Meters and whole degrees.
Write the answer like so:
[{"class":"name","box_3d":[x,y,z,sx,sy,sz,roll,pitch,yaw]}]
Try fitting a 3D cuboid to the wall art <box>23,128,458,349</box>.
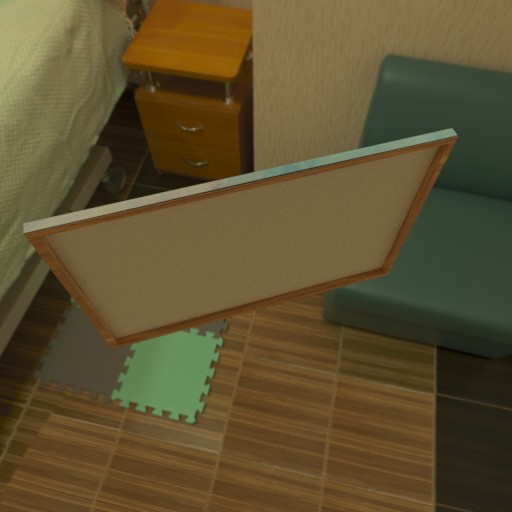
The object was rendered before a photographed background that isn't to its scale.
[{"class":"wall art","box_3d":[0.000,0.000,0.768,0.604,0.402,0.018,-14,59,-9]}]
